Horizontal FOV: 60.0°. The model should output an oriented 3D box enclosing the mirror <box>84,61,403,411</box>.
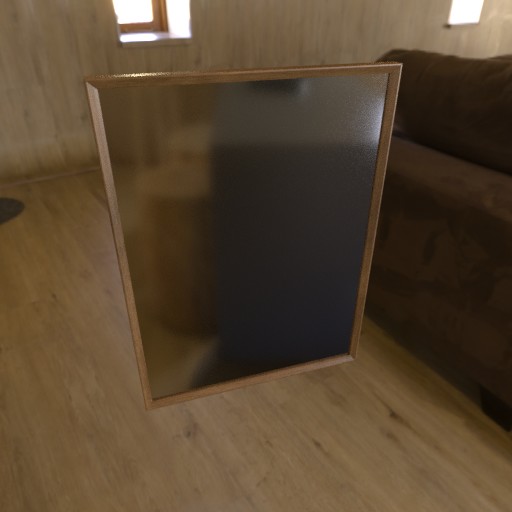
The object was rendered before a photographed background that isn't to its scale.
[{"bbox_3d":[0.000,0.000,1.294,0.762,1.016,0.041,-9,32,-15],"label":"mirror"}]
